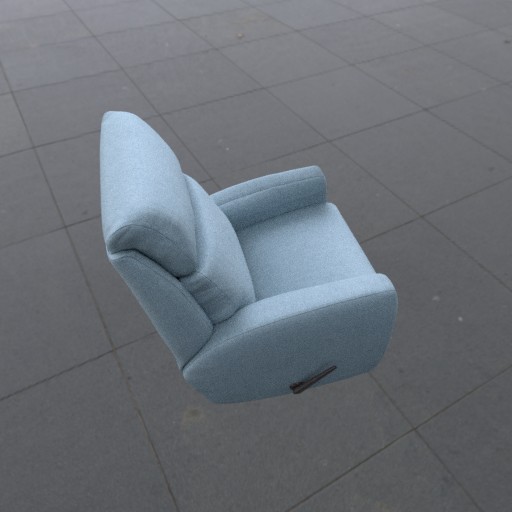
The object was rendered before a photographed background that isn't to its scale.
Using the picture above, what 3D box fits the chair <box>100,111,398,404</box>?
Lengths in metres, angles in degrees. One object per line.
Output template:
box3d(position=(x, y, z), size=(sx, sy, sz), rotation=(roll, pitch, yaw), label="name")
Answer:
box3d(position=(0.000, 0.000, 1.671), size=(0.940, 1.013, 0.812), rotation=(-11, 47, -10), label="chair")
